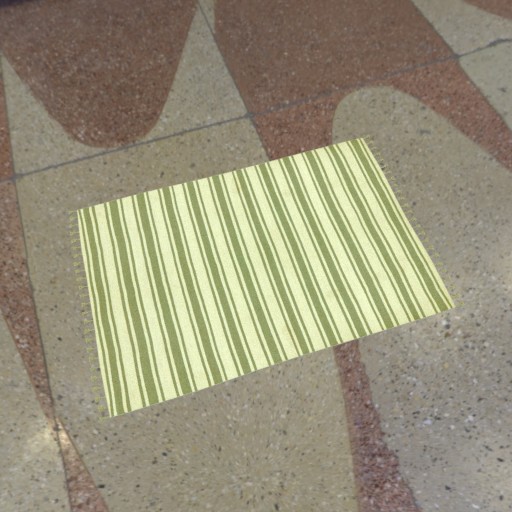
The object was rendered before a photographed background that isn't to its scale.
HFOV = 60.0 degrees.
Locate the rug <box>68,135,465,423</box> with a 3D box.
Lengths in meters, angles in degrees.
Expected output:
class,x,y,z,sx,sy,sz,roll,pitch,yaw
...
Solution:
class,x,y,z,sx,sy,sz,roll,pitch,yaw
rug,0.000,0.000,3.092,2.435,0.018,1.540,-16,64,-8
